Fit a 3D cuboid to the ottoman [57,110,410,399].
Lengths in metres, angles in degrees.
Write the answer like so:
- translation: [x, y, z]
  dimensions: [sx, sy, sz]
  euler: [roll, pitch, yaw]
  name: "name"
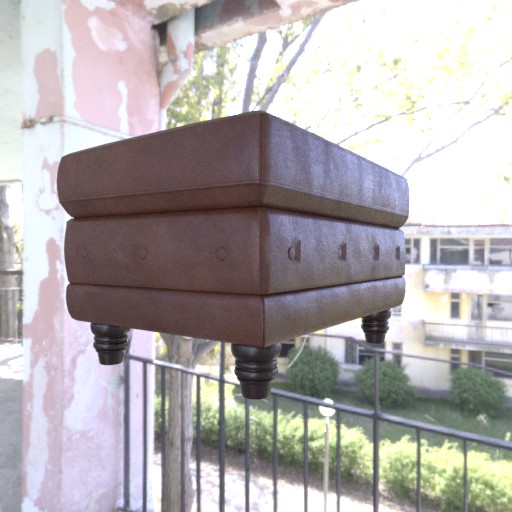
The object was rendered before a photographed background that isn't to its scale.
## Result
- translation: [0.000, 0.000, 1.175]
  dimensions: [0.588, 0.509, 0.795]
  euler: [0, 0, 35]
  name: "ottoman"
